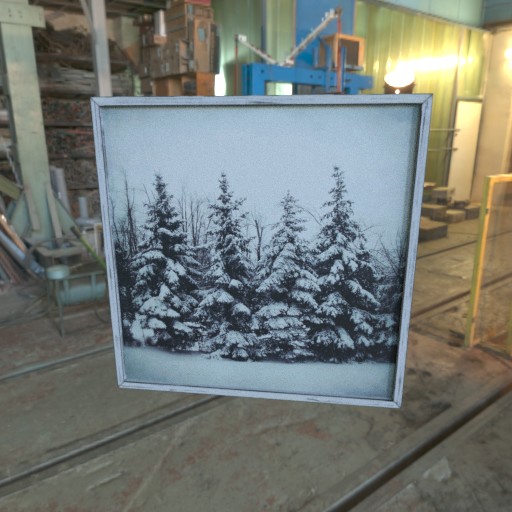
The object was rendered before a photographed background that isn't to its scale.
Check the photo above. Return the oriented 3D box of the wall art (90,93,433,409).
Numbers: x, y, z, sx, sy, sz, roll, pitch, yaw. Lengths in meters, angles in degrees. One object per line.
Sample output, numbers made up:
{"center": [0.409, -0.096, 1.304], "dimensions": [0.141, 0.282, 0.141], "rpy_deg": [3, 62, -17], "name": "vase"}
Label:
{"center": [0.000, 0.000, 0.447], "dimensions": [0.303, 0.303, 0.036], "rpy_deg": [2, 16, 7], "name": "wall art"}
